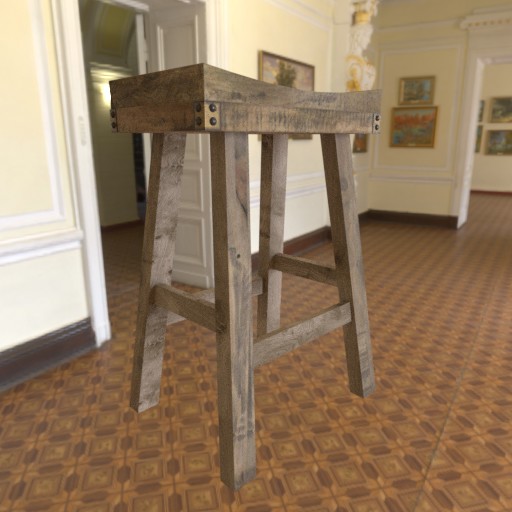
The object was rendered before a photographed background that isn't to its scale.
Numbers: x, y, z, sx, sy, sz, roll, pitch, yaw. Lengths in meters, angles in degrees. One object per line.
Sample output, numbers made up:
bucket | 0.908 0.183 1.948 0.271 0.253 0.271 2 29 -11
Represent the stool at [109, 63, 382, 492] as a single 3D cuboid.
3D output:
stool | 0.000 0.000 0.878 0.450 0.635 0.330 -14 20 -43
